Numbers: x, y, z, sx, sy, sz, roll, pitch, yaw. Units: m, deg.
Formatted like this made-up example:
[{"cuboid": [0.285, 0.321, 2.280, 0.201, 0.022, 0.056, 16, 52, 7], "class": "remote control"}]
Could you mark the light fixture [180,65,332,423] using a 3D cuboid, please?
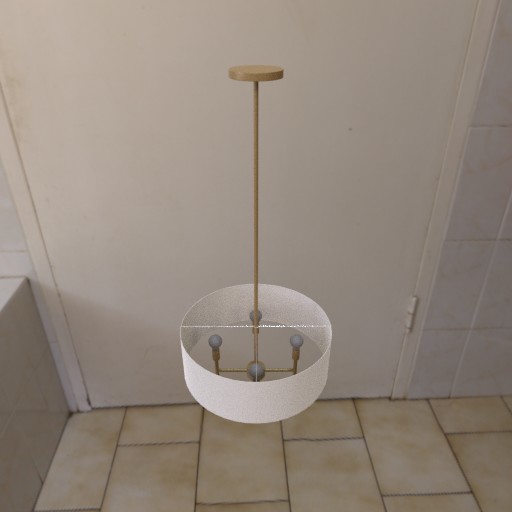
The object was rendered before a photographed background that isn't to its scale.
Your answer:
[{"cuboid": [0.000, 0.000, 1.359, 0.508, 1.067, 0.508, 0, 30, 0], "class": "light fixture"}]
